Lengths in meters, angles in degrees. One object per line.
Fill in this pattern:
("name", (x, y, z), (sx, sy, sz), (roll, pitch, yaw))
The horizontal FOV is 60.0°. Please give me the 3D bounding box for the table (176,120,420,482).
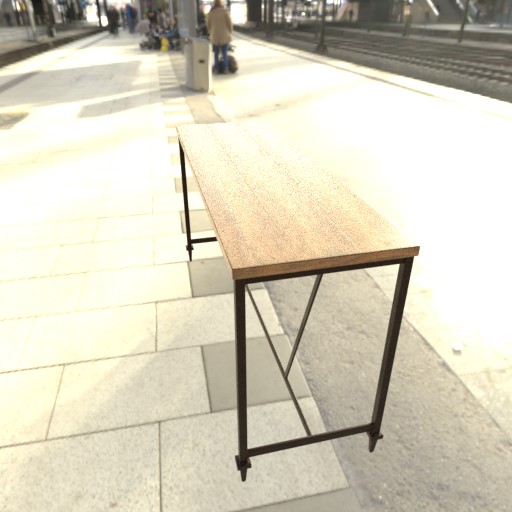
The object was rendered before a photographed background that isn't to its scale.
("table", (0.000, 0.000, 2.137), (0.551, 0.902, 1.700), (-7, 30, -12))
